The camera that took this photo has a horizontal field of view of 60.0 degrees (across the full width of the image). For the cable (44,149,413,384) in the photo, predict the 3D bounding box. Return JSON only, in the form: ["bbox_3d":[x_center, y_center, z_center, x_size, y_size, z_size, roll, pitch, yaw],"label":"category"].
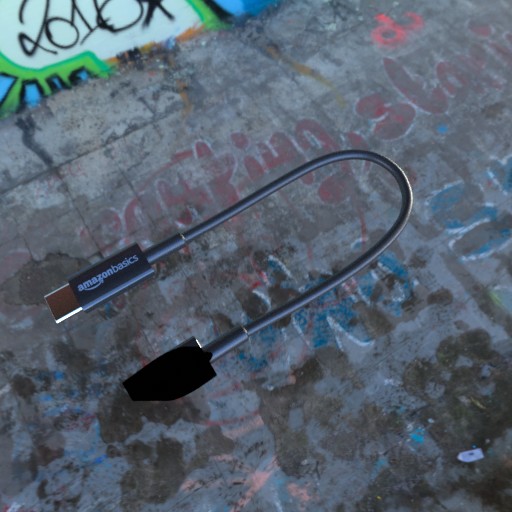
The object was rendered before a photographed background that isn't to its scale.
[{"bbox_3d":[0.000,0.000,0.113,0.098,0.006,0.040,-30,67,-14],"label":"cable"}]
